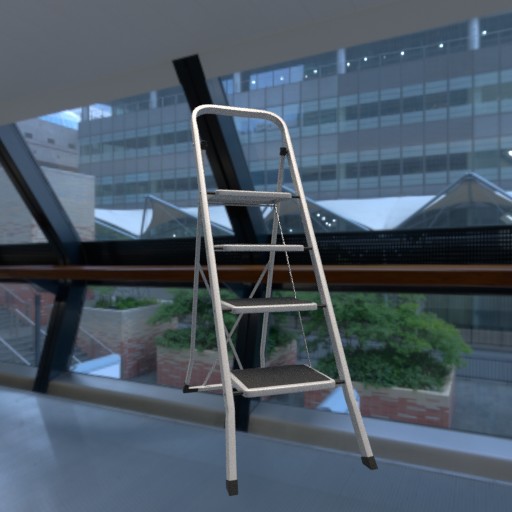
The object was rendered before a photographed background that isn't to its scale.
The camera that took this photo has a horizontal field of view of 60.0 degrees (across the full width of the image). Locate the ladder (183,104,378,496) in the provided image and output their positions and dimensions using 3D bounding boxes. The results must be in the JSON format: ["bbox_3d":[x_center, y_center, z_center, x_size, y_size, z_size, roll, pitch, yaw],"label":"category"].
[{"bbox_3d":[0.000,0.000,1.675,0.460,1.265,0.914,0,1,-19],"label":"ladder"}]
